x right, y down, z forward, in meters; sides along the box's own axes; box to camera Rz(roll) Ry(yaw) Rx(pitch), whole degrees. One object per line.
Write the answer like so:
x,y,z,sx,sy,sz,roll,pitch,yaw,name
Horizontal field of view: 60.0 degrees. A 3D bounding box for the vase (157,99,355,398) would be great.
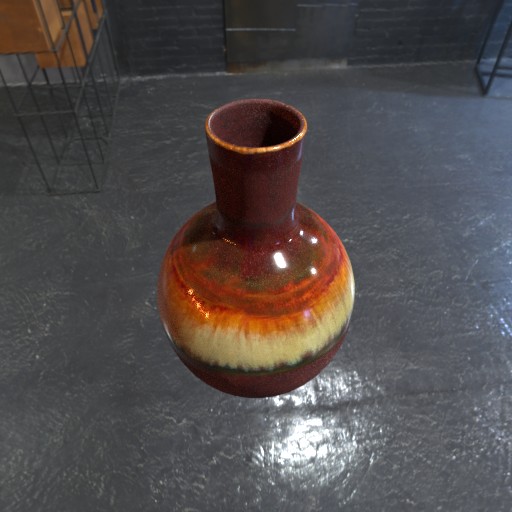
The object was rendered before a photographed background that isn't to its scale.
0.000,0.000,0.233,0.111,0.154,0.111,0,46,0,vase
